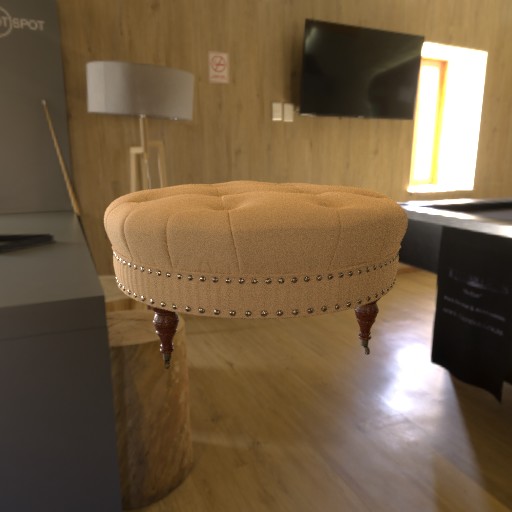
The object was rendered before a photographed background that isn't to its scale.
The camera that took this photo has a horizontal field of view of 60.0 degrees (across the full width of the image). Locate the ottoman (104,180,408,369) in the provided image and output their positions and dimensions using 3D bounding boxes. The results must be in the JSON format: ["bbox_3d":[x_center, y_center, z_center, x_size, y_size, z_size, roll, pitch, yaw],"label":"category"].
[{"bbox_3d":[0.000,0.000,1.393,0.901,0.439,0.901,0,13,0],"label":"ottoman"}]
